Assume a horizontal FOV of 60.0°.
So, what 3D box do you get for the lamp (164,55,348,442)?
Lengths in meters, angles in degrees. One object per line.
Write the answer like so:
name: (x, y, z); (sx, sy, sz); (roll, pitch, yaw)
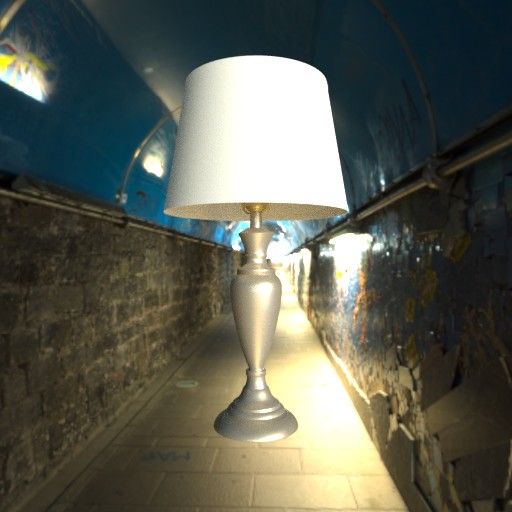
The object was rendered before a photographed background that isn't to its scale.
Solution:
lamp: (0.000, 0.000, 0.803); (0.328, 0.612, 0.328); (0, 0, 0)
